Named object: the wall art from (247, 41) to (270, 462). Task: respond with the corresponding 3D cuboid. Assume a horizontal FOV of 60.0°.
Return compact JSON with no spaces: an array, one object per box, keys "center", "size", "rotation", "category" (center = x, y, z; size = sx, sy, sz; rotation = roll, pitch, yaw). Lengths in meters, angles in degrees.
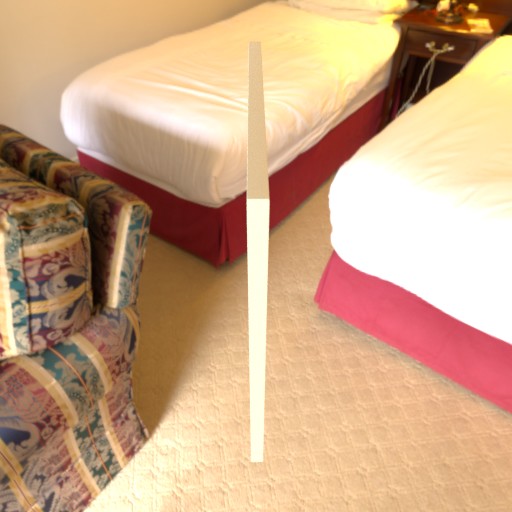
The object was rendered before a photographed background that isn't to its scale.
[{"center":[0.000,0.000,0.733],"size":[0.020,0.536,0.444],"rotation":[0,42,0],"category":"wall art"}]
